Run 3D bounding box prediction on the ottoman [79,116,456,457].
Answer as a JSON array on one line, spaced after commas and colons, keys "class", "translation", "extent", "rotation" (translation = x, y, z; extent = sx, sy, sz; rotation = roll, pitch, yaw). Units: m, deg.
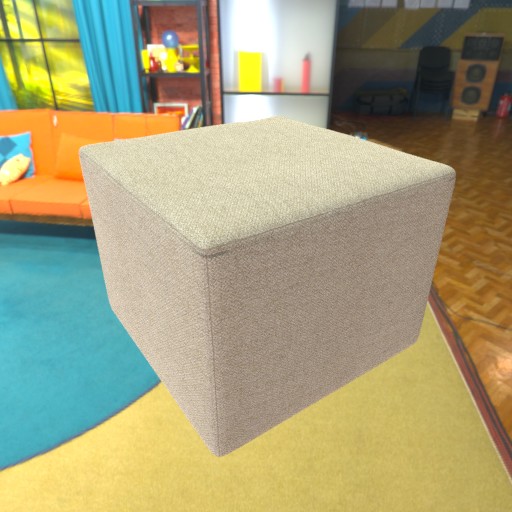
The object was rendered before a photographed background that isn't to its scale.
[{"class": "ottoman", "translation": [0.000, 0.000, 0.891], "extent": [0.508, 0.432, 0.508], "rotation": [-19, 35, -30]}]
